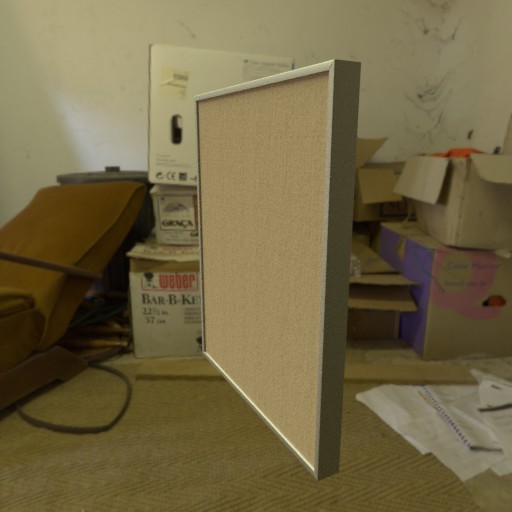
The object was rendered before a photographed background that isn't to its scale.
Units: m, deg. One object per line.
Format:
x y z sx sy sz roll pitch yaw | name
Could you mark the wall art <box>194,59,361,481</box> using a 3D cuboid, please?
0.000 0.000 0.758 0.039 0.553 0.445 -7 16 -27 | wall art
